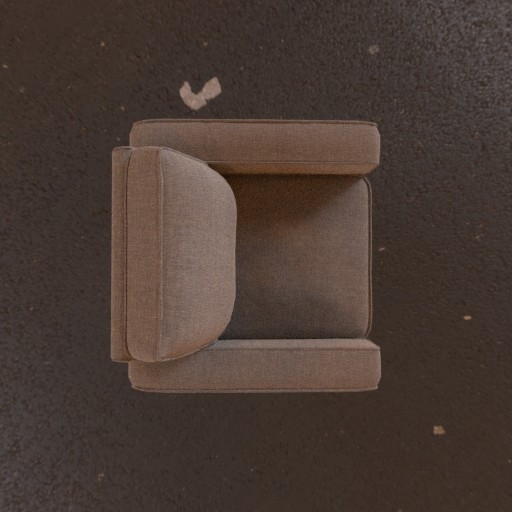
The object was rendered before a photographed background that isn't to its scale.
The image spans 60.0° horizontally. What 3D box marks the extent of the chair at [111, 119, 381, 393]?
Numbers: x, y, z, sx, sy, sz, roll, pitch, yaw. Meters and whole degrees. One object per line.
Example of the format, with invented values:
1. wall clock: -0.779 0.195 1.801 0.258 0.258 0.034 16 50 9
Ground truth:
1. chair: 0.000 0.000 1.764 0.940 0.914 1.016 0 89 -1
